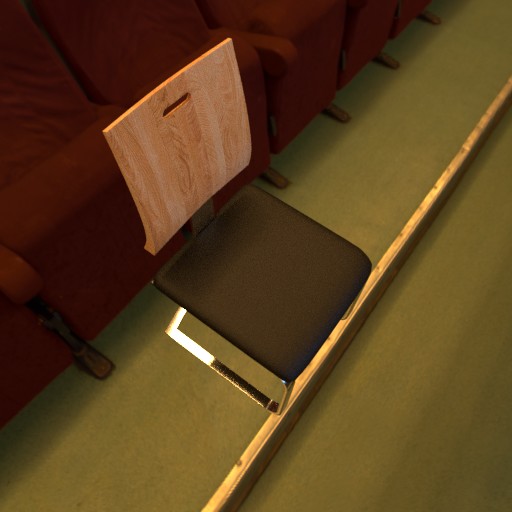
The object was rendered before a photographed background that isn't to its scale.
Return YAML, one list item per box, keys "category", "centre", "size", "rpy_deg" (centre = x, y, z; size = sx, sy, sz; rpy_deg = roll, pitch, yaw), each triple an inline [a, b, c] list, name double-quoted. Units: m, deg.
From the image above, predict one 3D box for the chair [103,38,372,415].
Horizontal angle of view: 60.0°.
- category: "chair"
  centre: [0.000, 0.000, 1.231]
  size: [0.560, 0.936, 0.462]
  rpy_deg: [32, 63, 19]
